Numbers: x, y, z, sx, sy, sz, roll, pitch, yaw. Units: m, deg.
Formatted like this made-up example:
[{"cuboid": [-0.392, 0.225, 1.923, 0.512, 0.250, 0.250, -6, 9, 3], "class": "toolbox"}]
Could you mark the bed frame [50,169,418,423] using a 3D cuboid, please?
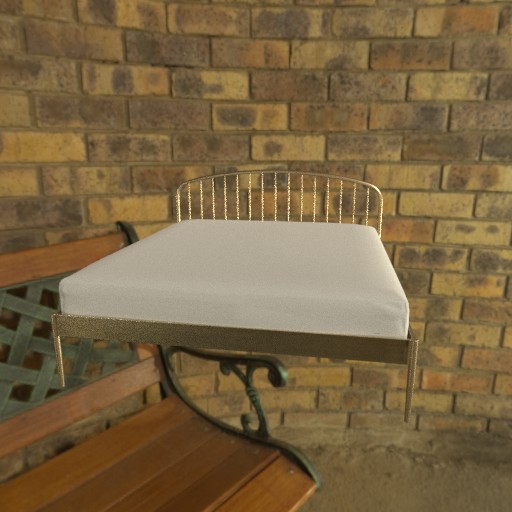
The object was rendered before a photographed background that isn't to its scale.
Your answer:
[{"cuboid": [0.000, 0.000, 3.355, 2.016, 1.174, 2.152, 2, 14, 10], "class": "bed frame"}]
